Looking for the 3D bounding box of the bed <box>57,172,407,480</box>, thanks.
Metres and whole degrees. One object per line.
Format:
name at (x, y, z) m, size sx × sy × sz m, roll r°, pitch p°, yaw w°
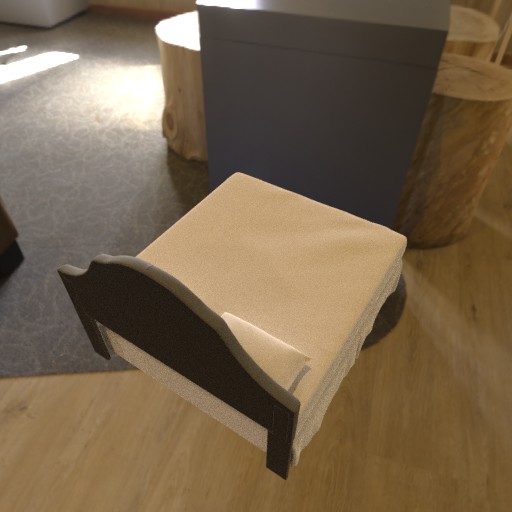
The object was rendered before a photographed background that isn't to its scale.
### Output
bed at (0.000, 0.000, 3.616) m, size 2.008 × 1.615 × 2.214 m, roll 25°, pitch 50°, yaw 23°
